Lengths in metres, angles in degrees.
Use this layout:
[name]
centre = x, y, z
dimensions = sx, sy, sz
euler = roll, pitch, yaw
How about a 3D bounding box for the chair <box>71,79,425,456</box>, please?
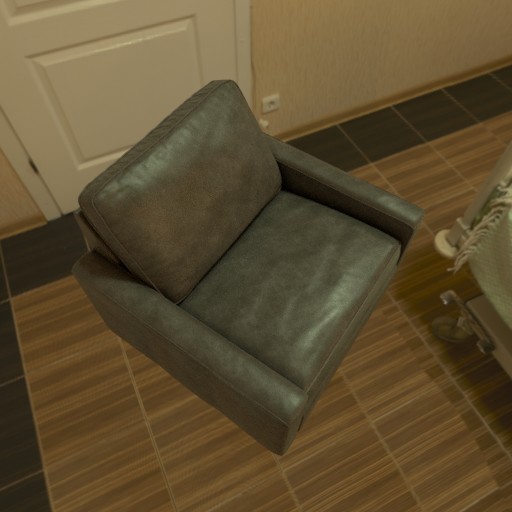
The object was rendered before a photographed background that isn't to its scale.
[chair]
centre = 0.000, 0.000, 1.732
dimensions = 0.939, 0.916, 1.006
euler = 30, 62, 18
